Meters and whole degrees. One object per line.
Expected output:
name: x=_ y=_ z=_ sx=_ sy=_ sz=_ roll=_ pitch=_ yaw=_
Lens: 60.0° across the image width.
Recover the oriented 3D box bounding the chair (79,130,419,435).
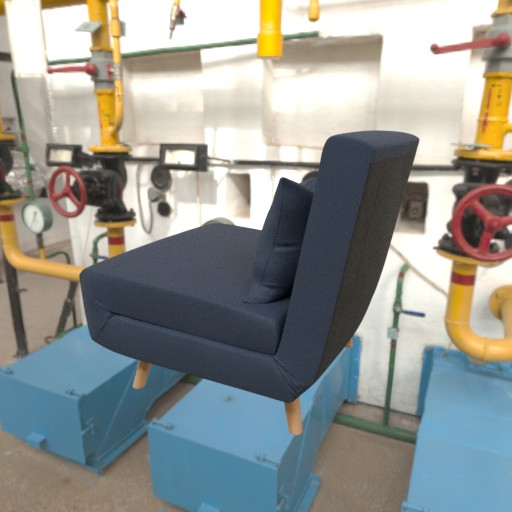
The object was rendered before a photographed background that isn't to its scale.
chair: x=0.000 y=0.000 z=1.478 sx=0.900 sy=0.808 sz=0.770 roll=8 pitch=18 yaw=25
